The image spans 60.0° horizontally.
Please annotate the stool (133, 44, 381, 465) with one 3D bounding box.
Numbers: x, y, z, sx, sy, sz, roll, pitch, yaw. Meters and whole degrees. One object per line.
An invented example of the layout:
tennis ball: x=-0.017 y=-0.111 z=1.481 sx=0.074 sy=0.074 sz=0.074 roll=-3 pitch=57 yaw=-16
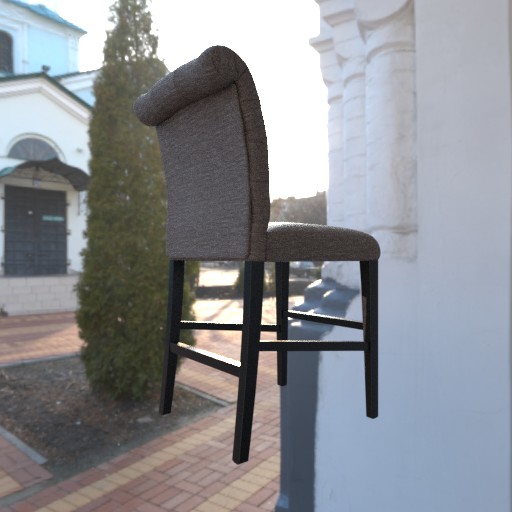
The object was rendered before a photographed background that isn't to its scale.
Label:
stool: x=0.000 y=0.000 z=1.325 sx=0.611 sy=0.970 sz=0.457 roll=0 pitch=0 yaw=-37
